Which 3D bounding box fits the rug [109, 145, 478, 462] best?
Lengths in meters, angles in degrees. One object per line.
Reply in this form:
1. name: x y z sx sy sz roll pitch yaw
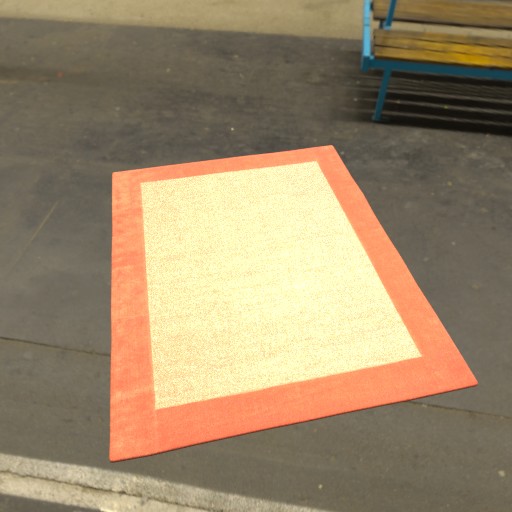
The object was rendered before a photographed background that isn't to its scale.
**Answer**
1. rug: 0.000 0.000 3.801 2.430 0.018 2.976 -9 47 -8
